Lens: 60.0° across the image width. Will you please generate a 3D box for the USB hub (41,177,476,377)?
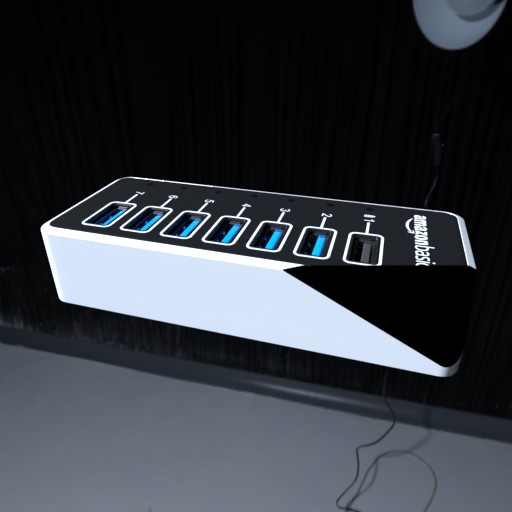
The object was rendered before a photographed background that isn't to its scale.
[{"bbox_3d":[0.000,0.000,0.127,0.110,0.023,0.044,8,31,14],"label":"USB hub"}]
